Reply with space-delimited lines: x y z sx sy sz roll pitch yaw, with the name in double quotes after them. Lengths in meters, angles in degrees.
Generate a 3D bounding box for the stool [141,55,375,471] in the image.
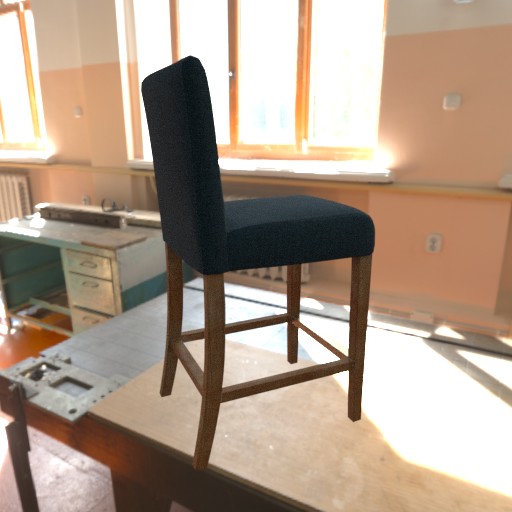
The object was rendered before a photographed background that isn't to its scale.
0.000 0.000 1.347 0.567 1.039 0.454 -7 17 -24 "stool"
